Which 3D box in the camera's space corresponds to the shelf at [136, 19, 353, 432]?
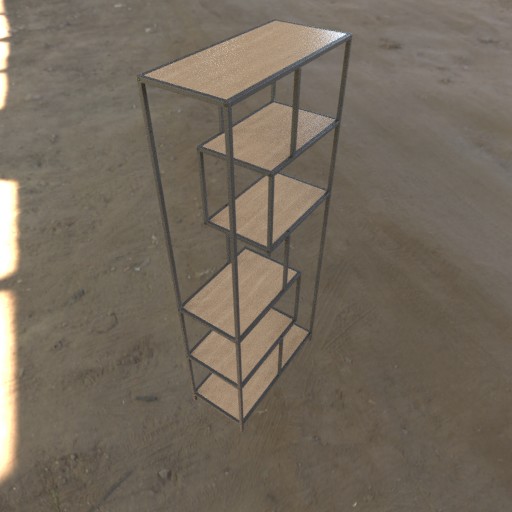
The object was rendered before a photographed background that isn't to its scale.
[{"bbox_3d":[0.000,0.000,2.116,0.350,1.850,0.770,25,48,25],"label":"shelf"}]
